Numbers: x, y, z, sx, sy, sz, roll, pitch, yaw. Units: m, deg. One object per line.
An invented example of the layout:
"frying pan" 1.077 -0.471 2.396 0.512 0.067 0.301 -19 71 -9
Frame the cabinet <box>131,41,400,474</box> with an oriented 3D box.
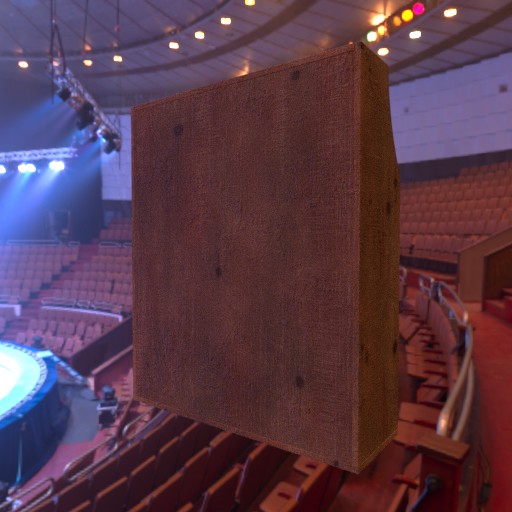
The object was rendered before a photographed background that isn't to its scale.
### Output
"cabinet" 0.000 0.000 0.823 0.489 0.590 0.184 1 2 37
